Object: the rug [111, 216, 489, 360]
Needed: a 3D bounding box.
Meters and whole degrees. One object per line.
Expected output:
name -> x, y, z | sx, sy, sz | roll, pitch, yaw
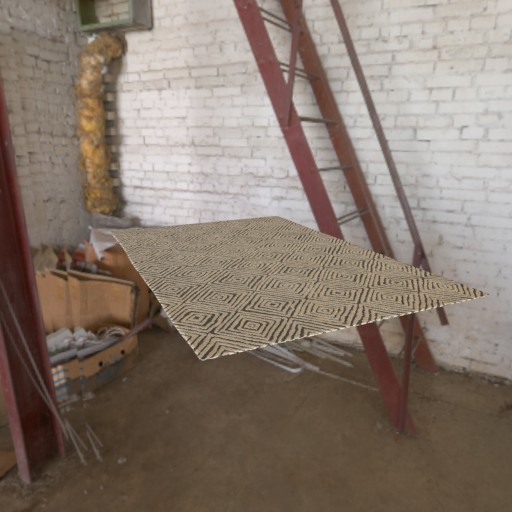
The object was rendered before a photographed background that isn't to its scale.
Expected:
rug -> 0.000, 0.000, 2.227 | 1.177, 0.004, 1.750 | -8, 18, -24
